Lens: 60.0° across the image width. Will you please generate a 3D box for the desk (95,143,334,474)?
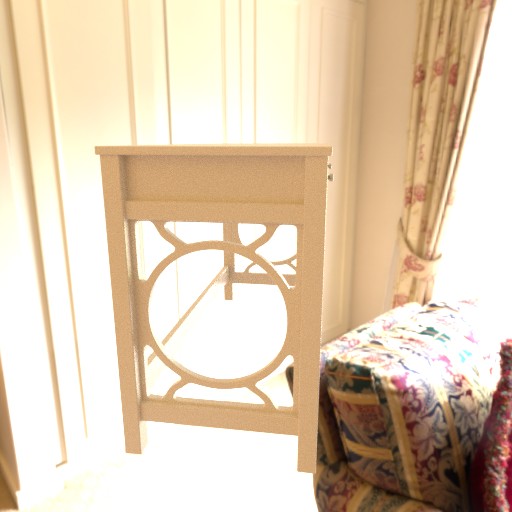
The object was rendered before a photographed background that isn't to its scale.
[{"bbox_3d":[0.000,0.000,1.558,0.504,0.762,1.191,2,15,9],"label":"desk"}]
